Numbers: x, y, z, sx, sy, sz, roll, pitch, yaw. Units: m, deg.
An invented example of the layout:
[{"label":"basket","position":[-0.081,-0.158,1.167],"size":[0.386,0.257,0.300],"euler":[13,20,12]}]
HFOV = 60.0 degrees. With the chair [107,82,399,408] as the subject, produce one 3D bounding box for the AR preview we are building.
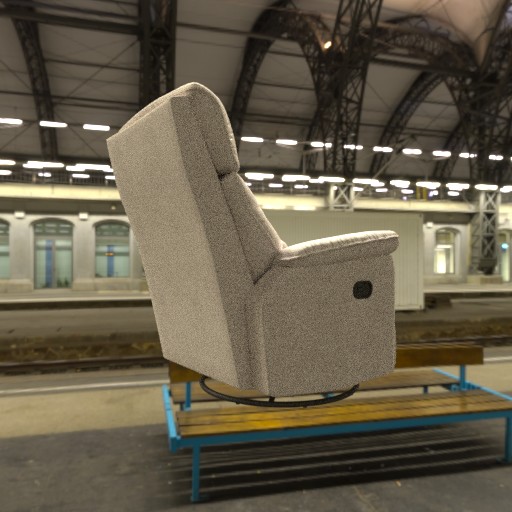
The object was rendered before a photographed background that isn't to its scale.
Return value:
[{"label":"chair","position":[0.000,0.000,1.750],"size":[1.001,1.039,0.820],"euler":[0,0,-37]}]
